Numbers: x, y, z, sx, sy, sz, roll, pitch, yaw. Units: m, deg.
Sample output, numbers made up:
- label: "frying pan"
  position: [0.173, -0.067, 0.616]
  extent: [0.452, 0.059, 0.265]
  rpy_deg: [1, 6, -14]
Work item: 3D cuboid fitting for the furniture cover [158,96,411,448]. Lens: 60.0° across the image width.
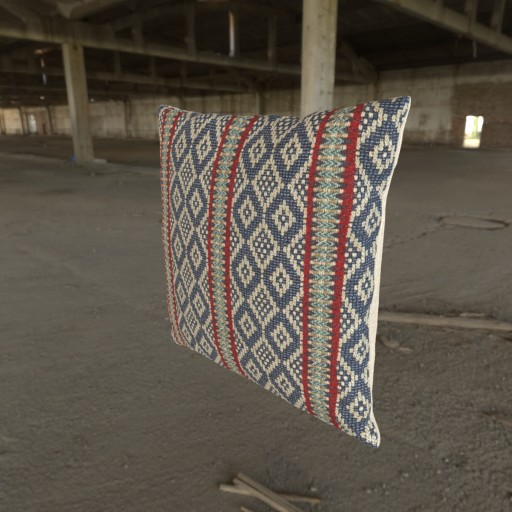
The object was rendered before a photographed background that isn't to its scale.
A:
- label: "furniture cover"
  position: [0.000, 0.000, 0.651]
  extent: [0.431, 0.431, 0.139]
  rpy_deg: [15, 22, 41]
